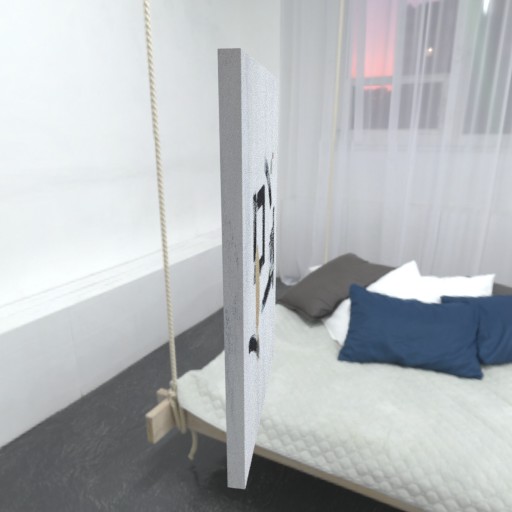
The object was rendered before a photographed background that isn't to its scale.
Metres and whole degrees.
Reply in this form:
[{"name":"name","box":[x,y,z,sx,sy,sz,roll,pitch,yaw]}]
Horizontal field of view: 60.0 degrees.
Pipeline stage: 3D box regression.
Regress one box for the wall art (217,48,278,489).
[{"name":"wall art","box":[0.000,0.000,1.166,0.043,0.914,0.624,3,17,8]}]
